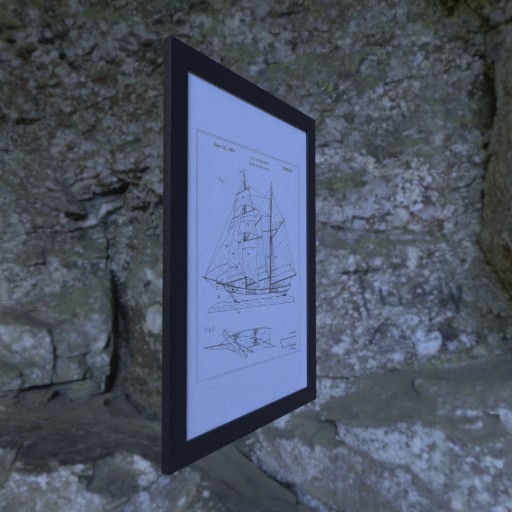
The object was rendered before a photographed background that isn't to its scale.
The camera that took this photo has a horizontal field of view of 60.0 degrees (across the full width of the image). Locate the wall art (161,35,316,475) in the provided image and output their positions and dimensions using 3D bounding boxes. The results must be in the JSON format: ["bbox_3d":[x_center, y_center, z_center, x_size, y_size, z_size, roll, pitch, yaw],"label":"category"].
[{"bbox_3d":[0.000,0.000,0.695,0.013,0.534,0.381,-1,-2,35],"label":"wall art"}]
